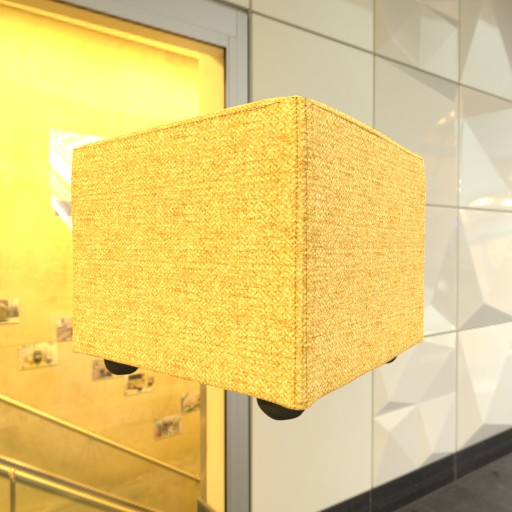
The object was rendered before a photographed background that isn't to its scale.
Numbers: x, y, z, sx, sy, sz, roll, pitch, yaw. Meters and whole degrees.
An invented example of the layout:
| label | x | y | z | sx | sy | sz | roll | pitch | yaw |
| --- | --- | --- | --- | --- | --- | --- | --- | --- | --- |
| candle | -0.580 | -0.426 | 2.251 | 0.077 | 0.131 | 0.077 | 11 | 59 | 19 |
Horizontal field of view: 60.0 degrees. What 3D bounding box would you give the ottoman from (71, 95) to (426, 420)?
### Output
| label | x | y | z | sx | sy | sz | roll | pitch | yaw |
| --- | --- | --- | --- | --- | --- | --- | --- | --- | --- |
| ottoman | 0.000 | 0.000 | 0.864 | 0.512 | 0.441 | 0.505 | 1 | 1 | 37 |
